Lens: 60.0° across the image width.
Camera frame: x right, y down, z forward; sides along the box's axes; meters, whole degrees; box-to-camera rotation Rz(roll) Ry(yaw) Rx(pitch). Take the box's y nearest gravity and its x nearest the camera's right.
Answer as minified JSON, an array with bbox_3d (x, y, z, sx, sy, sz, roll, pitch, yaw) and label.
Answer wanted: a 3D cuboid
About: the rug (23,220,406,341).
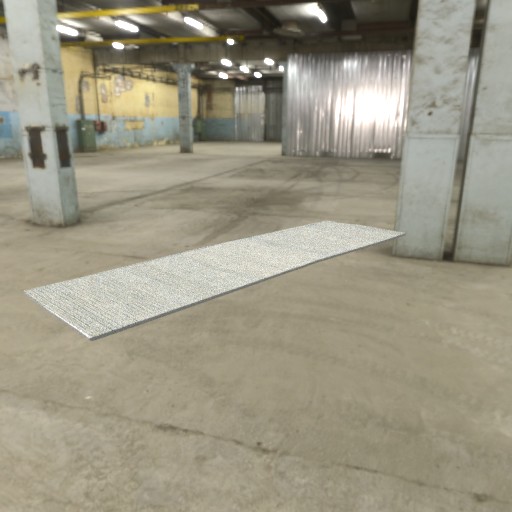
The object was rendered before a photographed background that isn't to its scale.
[{"bbox_3d":[0.000,0.000,2.581,2.341,0.037,0.675,-15,22,-43],"label":"rug"}]
